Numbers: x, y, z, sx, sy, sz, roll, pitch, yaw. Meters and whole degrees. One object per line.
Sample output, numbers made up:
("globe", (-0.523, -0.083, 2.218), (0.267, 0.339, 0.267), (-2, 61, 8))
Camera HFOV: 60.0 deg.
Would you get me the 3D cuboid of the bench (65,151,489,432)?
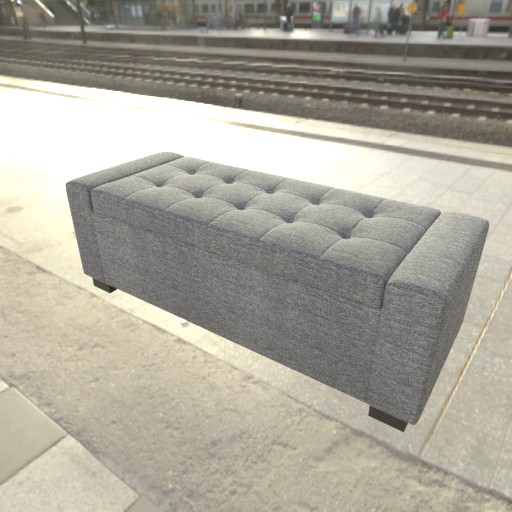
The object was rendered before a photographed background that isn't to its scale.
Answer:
("bench", (0.000, 0.000, 1.508), (1.296, 0.445, 0.508), (18, 34, 30))
